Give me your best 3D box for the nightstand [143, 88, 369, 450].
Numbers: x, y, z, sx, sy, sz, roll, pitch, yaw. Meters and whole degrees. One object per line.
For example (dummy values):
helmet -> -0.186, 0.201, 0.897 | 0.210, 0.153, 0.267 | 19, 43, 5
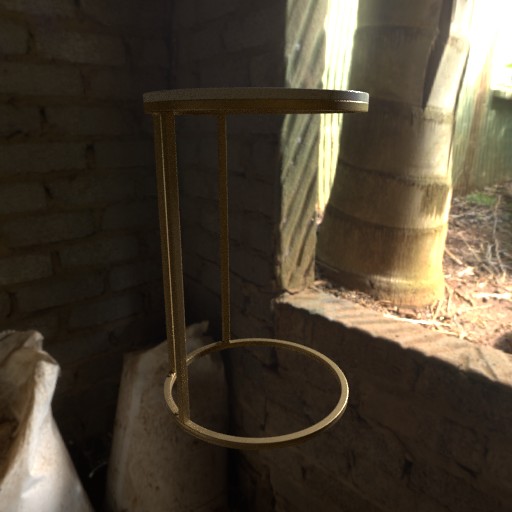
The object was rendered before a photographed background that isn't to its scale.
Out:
nightstand -> 0.000, 0.000, 0.896 | 0.400, 0.610, 0.400 | 3, 17, 11
